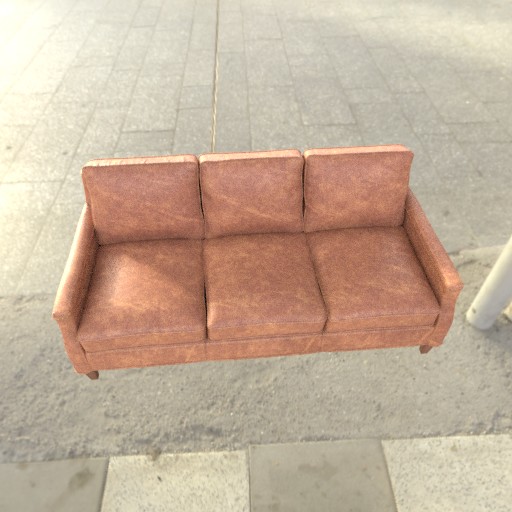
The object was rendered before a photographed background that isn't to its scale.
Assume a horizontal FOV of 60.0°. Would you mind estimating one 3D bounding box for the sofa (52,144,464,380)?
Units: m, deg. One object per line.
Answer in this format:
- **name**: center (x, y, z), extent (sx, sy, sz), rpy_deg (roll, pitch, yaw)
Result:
- **sofa**: center (0.000, 0.000, 2.790), extent (2.246, 1.003, 1.084), rpy_deg (-4, 47, -3)
